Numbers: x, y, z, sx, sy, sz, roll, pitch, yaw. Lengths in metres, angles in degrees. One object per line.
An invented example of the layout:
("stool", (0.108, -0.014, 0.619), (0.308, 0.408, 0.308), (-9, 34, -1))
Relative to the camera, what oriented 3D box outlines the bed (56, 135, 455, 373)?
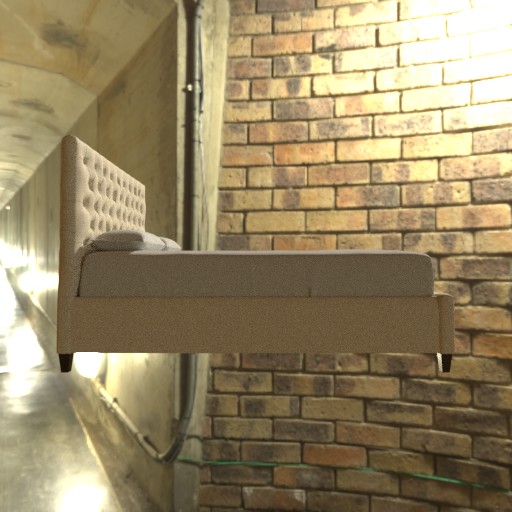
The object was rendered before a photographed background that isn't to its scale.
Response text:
("bed", (0.000, 0.000, 3.479), (2.387, 1.427, 1.698), (0, -1, 0))
